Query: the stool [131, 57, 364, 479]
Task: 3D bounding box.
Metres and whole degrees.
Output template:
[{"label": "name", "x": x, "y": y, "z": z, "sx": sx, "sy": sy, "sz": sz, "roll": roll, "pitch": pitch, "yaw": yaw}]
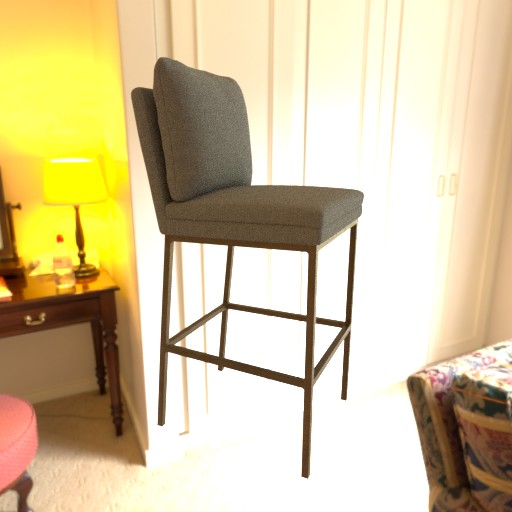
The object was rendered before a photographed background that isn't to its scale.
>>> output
[{"label": "stool", "x": 0.000, "y": 0.000, "z": 1.406, "sx": 0.569, "sy": 1.132, "sz": 0.463, "roll": 7, "pitch": 17, "yaw": 25}]
